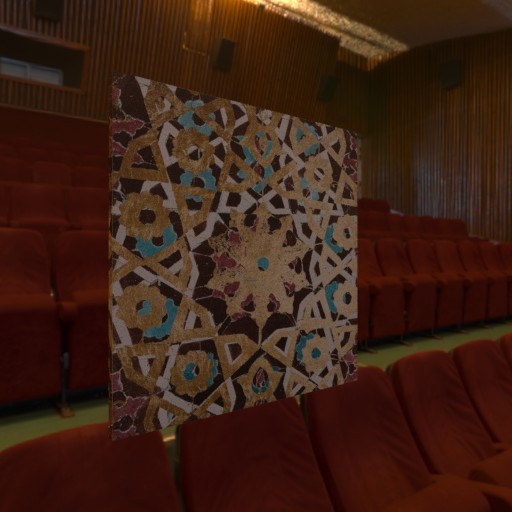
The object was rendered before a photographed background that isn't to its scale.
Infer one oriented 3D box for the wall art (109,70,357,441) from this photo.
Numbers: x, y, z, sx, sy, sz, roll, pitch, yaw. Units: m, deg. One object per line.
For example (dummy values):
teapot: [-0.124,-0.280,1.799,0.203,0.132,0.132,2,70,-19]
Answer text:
wall art: [0.000,0.000,1.148,0.757,0.762,0.028,0,0,-37]
